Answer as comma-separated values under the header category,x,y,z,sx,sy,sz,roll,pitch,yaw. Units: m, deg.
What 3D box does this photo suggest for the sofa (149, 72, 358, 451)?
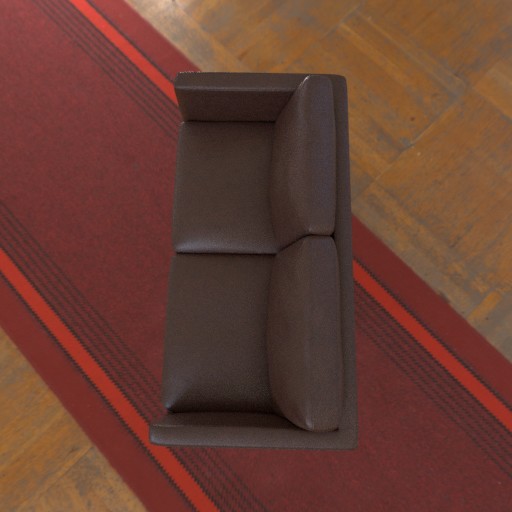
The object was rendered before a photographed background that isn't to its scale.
category,x,y,z,sx,sy,sz,roll,pitch,yaw
sofa,0.000,0.000,2.423,0.951,0.933,1.883,1,76,0
